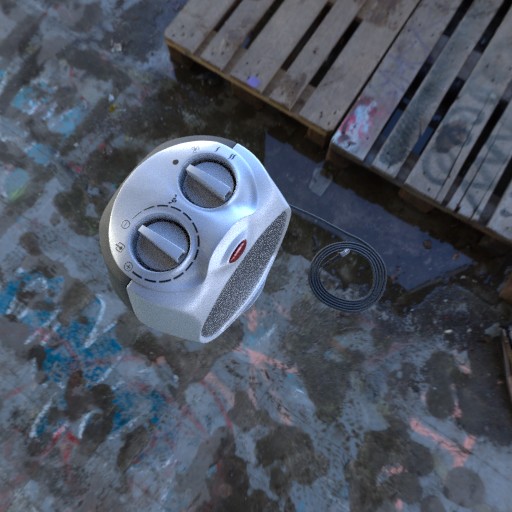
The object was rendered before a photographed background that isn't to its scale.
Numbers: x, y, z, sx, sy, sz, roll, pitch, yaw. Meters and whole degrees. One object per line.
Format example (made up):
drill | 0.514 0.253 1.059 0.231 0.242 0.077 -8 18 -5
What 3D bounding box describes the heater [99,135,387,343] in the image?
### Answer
heater | 0.000 0.000 0.457 0.291 0.240 0.239 34 79 8
